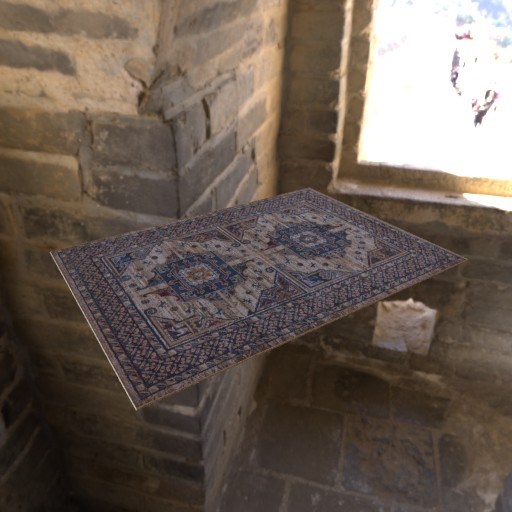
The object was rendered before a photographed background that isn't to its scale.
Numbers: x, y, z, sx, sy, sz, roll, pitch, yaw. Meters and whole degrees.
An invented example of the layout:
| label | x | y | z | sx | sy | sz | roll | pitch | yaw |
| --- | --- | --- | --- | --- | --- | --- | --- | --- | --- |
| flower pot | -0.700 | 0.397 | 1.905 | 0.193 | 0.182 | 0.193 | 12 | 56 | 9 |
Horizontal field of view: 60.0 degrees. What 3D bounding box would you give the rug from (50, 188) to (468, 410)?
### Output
| label | x | y | z | sx | sy | sz | roll | pitch | yaw |
| --- | --- | --- | --- | --- | --- | --- | --- | --- | --- |
| rug | 0.000 | 0.000 | 2.908 | 2.227 | 0.008 | 1.611 | -18 | 33 | -29 |
